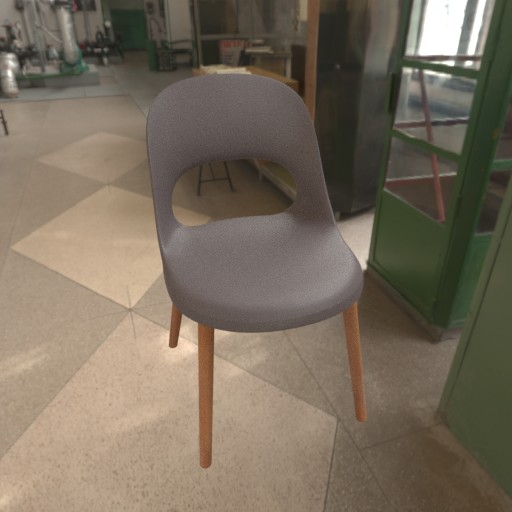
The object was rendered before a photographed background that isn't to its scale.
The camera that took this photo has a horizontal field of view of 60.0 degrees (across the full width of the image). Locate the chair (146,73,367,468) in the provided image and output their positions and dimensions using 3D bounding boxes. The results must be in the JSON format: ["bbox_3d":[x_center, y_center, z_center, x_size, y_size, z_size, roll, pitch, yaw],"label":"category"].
[{"bbox_3d":[0.000,0.000,1.125,0.470,0.794,0.556,-9,31,-16],"label":"chair"}]
